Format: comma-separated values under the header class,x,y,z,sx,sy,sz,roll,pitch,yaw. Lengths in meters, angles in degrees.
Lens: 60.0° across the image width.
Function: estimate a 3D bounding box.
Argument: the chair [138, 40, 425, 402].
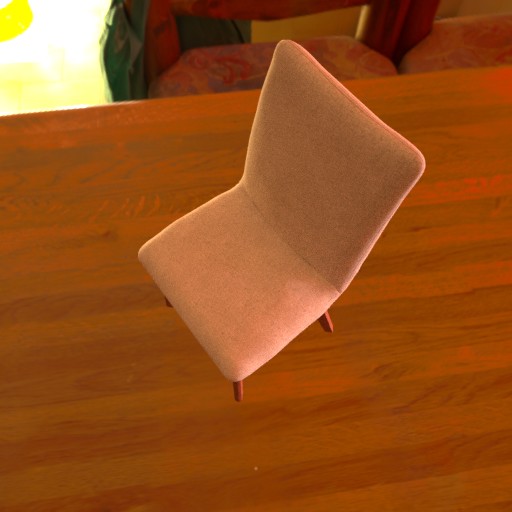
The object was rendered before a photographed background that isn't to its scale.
class,x,y,z,sx,sy,sz,roll,pitch,yaw
chair,0.000,0.000,1.322,0.563,0.974,0.522,-35,69,-15
